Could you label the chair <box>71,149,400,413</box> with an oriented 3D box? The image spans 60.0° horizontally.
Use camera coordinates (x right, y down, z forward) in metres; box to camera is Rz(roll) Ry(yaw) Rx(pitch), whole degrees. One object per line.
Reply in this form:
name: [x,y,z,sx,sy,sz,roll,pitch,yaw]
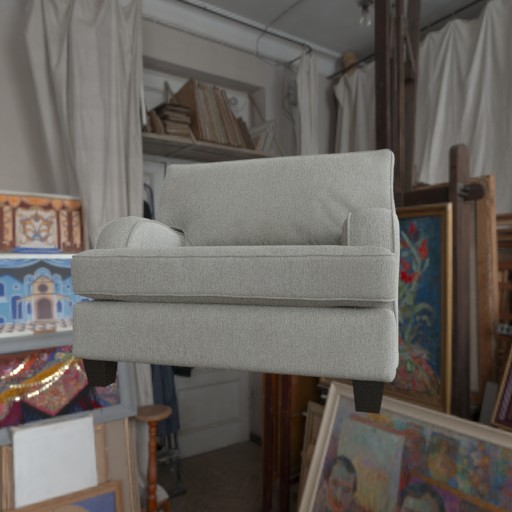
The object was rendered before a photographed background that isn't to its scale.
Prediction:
chair: [0.000,0.000,1.987,1.220,1.016,1.041,0,-1,17]
